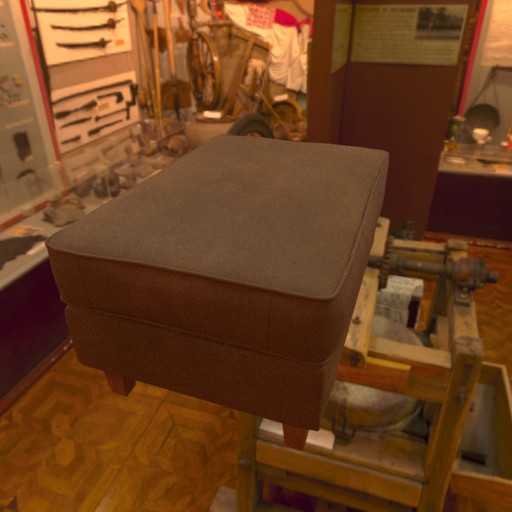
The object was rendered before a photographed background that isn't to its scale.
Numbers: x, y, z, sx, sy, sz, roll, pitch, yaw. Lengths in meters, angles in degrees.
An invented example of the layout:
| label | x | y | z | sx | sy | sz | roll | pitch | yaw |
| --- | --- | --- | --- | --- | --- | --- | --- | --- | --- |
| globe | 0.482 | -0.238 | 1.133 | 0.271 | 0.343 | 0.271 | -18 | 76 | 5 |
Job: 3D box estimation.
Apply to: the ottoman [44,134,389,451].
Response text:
| label | x | y | z | sx | sy | sz | roll | pitch | yaw |
| --- | --- | --- | --- | --- | --- | --- | --- | --- | --- |
| ottoman | 0.000 | 0.000 | 1.200 | 0.596 | 0.481 | 0.860 | 10 | 32 | 17 |
